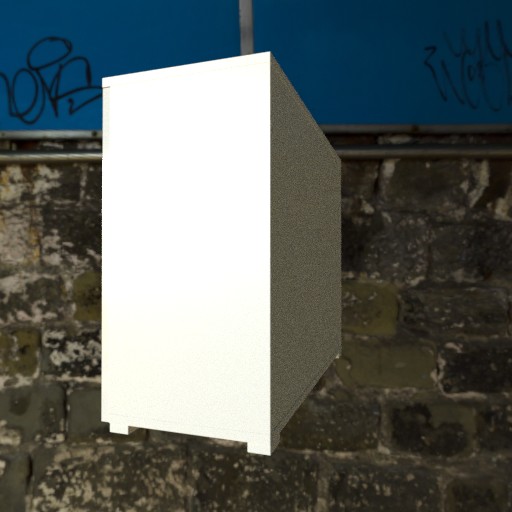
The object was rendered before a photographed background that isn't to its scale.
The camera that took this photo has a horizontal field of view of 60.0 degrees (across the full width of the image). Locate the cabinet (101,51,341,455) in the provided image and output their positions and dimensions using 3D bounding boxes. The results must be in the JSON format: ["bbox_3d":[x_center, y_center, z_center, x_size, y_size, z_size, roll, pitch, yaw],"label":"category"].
[{"bbox_3d":[0.000,0.000,1.413,0.400,0.800,1.000,0,-1,19],"label":"cabinet"}]
